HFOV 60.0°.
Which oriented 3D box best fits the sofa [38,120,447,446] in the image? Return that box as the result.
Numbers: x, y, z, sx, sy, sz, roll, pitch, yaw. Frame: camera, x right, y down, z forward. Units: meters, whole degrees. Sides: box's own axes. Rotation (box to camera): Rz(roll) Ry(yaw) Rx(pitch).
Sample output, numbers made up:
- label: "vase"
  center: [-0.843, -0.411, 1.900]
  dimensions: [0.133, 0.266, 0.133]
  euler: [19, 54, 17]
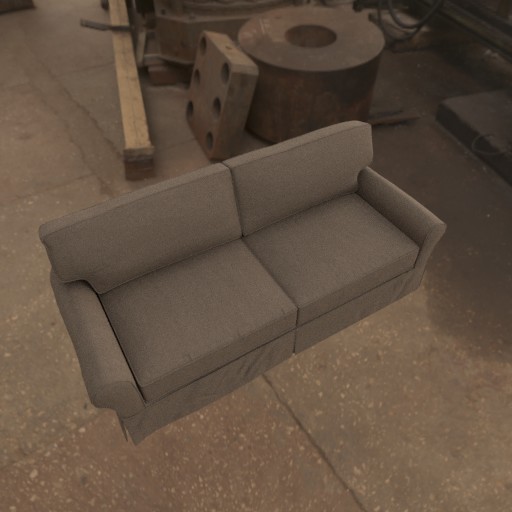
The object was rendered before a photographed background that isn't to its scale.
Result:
- label: "sofa"
  center: [0.000, 0.000, 2.679]
  dimensions: [2.248, 0.943, 0.991]
  euler: [-23, 51, -21]
